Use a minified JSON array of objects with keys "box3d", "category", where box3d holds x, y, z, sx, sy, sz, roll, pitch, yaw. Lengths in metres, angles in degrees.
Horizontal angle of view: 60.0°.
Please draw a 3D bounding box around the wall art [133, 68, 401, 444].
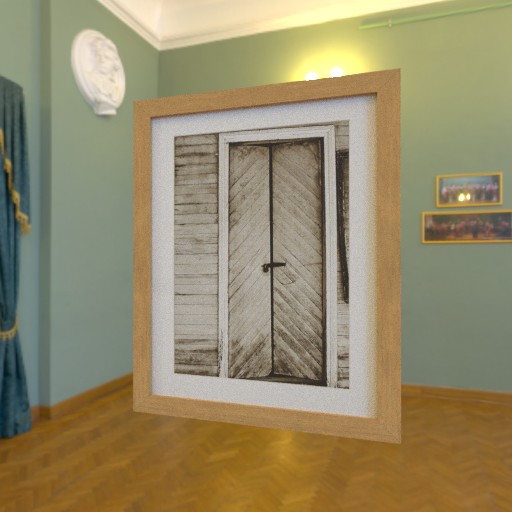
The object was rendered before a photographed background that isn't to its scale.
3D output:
[{"box3d":[0.000,0.000,0.741,0.460,0.561,0.020,0,0,18],"category":"wall art"}]
